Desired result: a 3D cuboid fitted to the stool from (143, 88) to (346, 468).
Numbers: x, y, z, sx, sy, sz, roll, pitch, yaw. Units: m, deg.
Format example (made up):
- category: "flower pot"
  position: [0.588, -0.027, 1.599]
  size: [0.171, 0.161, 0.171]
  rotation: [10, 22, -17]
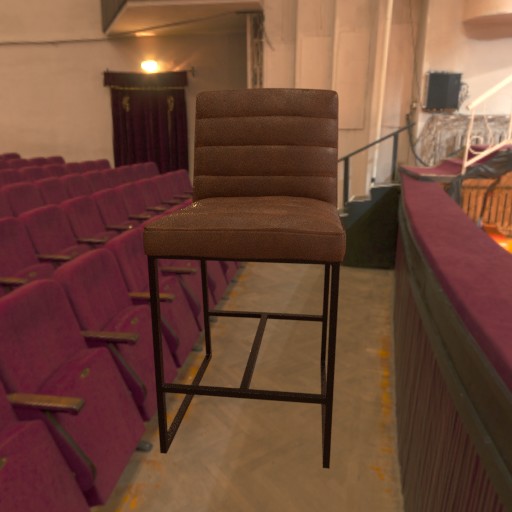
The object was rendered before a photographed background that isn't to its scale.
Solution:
- category: "stool"
  position: [0.000, 0.000, 1.256]
  size: [0.463, 0.942, 0.562]
  rotation: [2, 15, 7]
